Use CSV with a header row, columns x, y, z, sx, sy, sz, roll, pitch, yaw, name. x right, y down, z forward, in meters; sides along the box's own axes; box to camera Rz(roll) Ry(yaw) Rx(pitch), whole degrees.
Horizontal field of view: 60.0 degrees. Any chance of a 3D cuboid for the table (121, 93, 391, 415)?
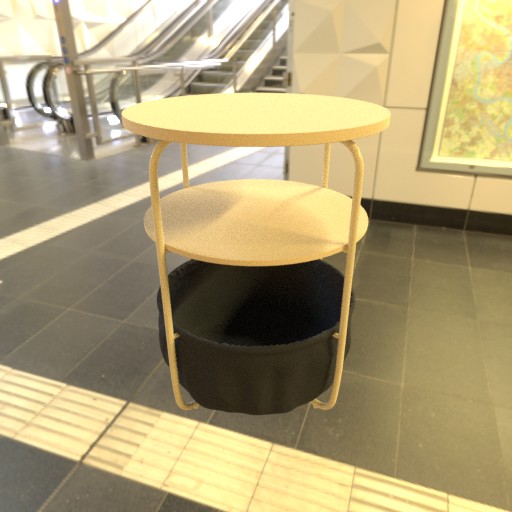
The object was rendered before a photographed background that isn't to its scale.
x,y,z,sx,sy,sz,roll,pitch,yaw,name
0.000,0.000,0.832,0.418,0.532,0.418,0,27,0,table
